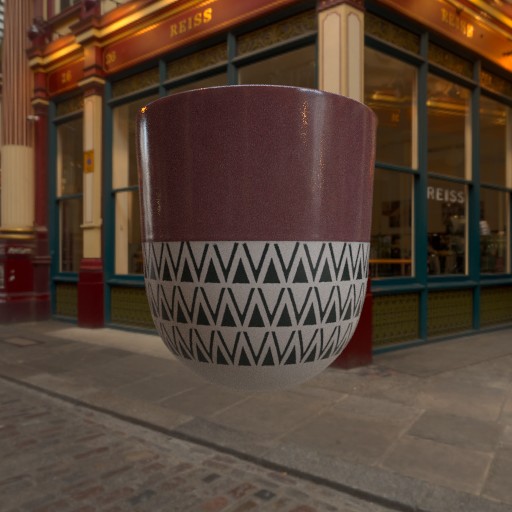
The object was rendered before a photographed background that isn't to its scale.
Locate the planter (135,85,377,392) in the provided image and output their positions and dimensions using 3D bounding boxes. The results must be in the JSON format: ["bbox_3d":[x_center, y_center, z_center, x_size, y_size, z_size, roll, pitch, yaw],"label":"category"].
[{"bbox_3d":[0.000,0.000,0.371,0.195,0.214,0.195,0,1,0],"label":"planter"}]
